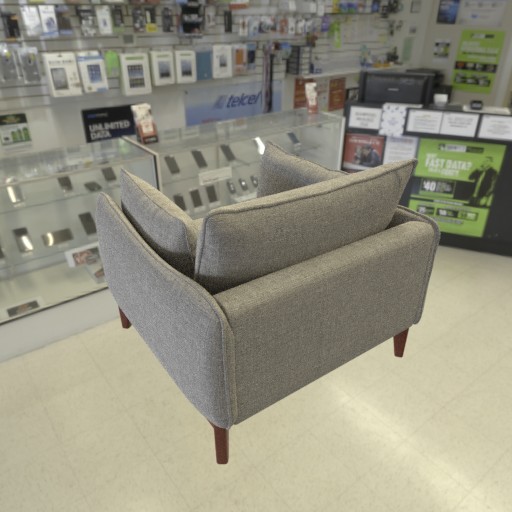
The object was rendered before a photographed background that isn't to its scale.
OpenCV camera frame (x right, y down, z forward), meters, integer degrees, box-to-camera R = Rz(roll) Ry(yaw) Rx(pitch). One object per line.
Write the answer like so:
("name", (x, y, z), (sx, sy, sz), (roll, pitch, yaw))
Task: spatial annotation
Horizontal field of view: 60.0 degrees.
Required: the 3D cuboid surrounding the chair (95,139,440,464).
("chair", (0.000, 0.000, 1.738), (0.993, 0.839, 0.976), (-19, 35, -30))
